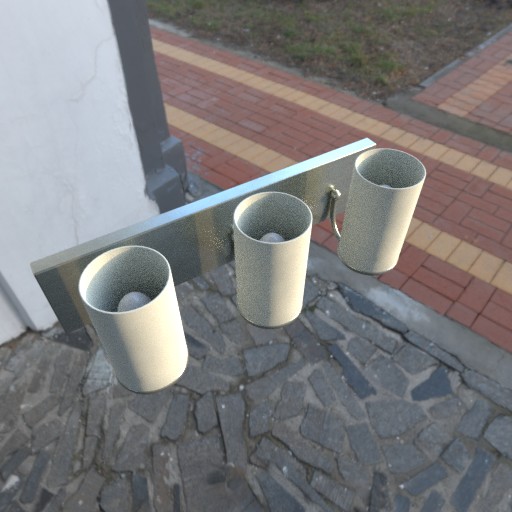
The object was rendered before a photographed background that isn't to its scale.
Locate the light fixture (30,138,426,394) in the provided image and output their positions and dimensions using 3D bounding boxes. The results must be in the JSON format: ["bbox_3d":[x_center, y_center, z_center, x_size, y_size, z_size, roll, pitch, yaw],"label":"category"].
[{"bbox_3d":[0.000,0.000,0.524,0.451,0.172,0.145,-24,51,-21],"label":"light fixture"}]
